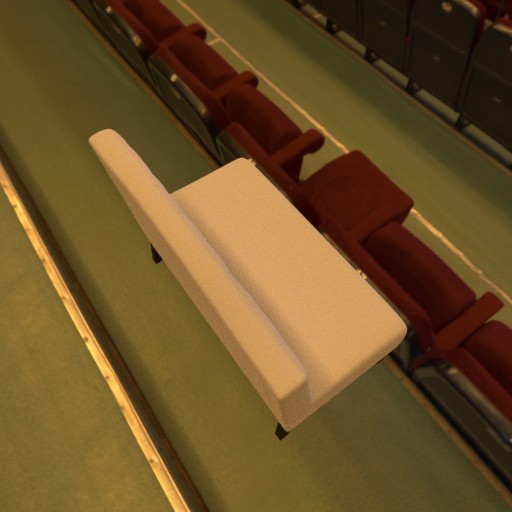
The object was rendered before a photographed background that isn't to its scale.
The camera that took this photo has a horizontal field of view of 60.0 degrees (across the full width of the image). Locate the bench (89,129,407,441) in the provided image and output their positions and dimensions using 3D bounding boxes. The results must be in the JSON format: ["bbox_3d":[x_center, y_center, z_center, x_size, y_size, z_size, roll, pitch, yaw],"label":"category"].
[{"bbox_3d":[0.000,0.000,2.061,0.815,1.180,1.335,-32,64,-18],"label":"bench"}]
